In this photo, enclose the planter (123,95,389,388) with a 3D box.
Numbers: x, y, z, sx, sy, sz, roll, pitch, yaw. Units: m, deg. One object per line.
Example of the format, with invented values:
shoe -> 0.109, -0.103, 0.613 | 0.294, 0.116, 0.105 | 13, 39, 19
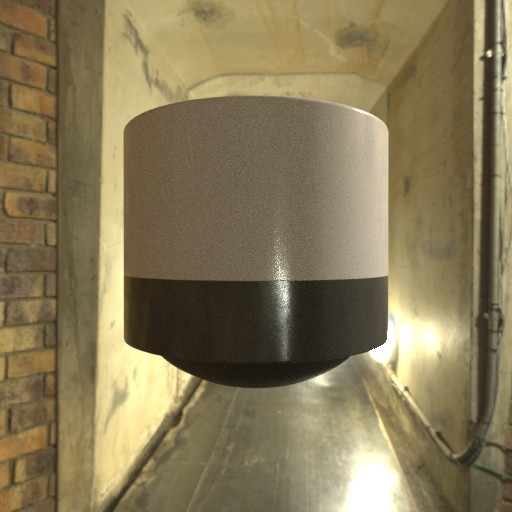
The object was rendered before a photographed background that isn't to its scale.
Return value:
planter -> 0.000, 0.000, 0.337 | 0.193, 0.177, 0.193 | 0, 0, 0
